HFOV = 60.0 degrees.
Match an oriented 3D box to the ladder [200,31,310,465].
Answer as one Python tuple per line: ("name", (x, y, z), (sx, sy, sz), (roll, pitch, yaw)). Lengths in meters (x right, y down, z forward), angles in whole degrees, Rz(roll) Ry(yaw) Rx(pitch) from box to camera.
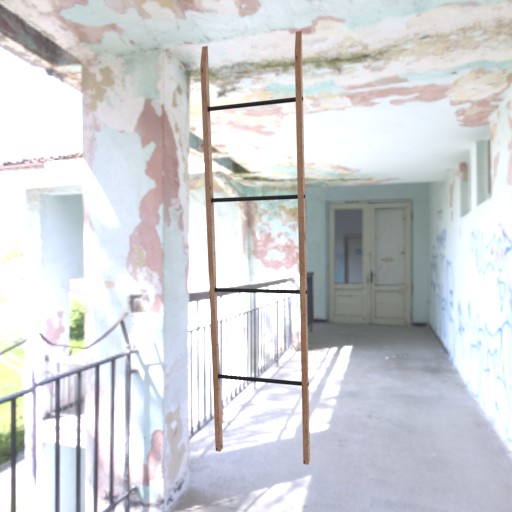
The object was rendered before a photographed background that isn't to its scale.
("ladder", (0.000, 0.000, 1.921), (0.442, 1.805, 0.200), (0, 0, 18))
